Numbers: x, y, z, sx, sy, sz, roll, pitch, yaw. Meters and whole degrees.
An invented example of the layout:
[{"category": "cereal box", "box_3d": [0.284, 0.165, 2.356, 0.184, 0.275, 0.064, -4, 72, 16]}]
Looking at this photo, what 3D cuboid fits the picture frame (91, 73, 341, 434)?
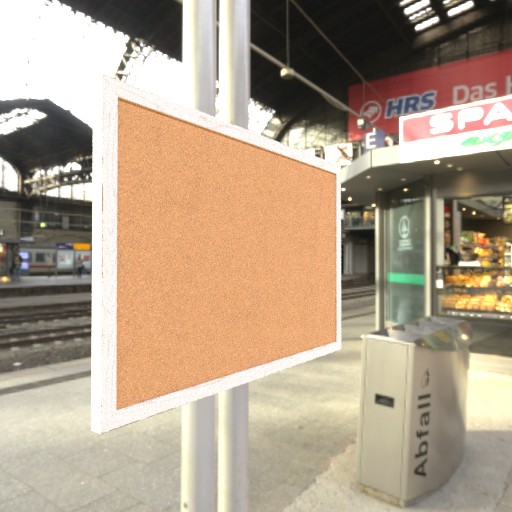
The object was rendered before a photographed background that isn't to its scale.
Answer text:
[{"category": "picture frame", "box_3d": [0.000, 0.000, 1.175, 0.029, 0.640, 0.950, -1, -1, 37]}]
